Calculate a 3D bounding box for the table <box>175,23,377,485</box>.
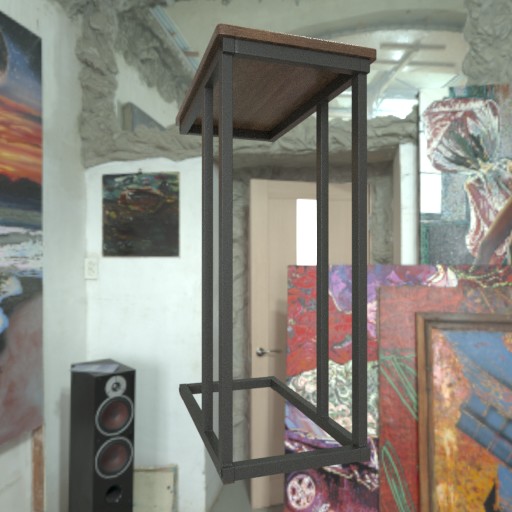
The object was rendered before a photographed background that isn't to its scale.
[{"bbox_3d":[0.000,0.000,0.858,0.254,0.637,0.450,0,0,-18],"label":"table"}]
